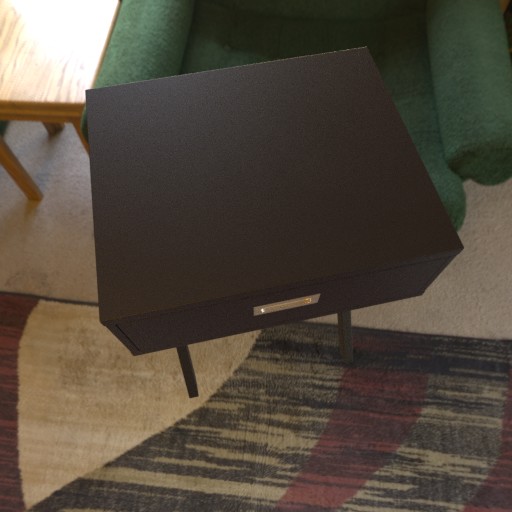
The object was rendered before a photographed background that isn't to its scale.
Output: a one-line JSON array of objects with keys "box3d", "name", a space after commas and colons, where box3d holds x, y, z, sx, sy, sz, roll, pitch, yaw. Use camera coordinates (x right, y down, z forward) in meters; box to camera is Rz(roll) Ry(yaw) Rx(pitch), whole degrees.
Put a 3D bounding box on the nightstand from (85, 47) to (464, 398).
[{"box3d": [0.000, 0.000, 0.930, 0.479, 0.623, 0.402, -11, 64, -5], "name": "nightstand"}]
